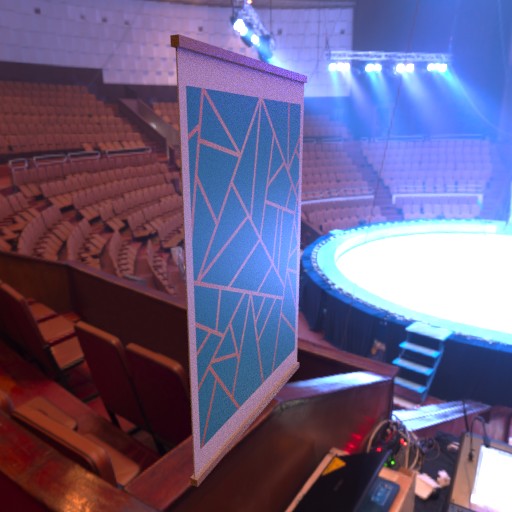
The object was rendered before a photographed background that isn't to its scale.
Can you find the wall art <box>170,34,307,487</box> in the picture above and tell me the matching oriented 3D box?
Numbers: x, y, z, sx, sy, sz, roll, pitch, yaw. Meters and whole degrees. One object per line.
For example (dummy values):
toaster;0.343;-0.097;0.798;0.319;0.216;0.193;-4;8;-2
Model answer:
wall art;0.000;0.000;1.864;0.030;1.519;0.990;8;17;26
